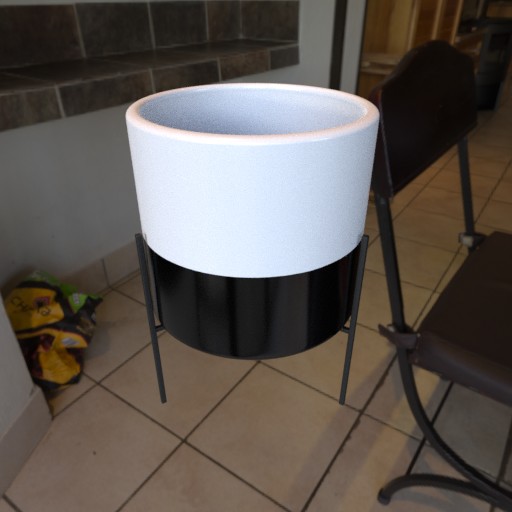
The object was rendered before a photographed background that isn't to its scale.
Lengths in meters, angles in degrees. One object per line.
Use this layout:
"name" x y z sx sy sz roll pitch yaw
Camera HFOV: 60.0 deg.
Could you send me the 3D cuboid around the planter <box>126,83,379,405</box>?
"planter" 0.000 0.000 0.648 0.310 0.432 0.310 8 32 14
